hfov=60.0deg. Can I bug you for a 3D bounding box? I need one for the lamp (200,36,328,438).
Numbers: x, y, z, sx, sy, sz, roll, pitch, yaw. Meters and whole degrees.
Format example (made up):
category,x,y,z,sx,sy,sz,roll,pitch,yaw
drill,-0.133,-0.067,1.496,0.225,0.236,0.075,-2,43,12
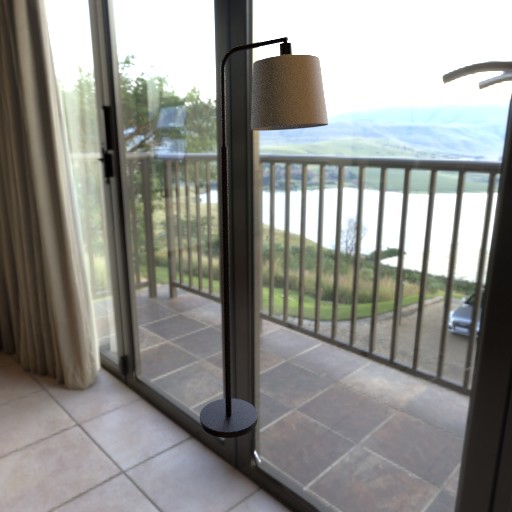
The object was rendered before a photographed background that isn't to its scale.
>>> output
category,x,y,z,sx,sy,sz,roll,pitch,yaw
lamp,0.000,0.000,1.653,0.508,1.478,0.254,7,16,26
